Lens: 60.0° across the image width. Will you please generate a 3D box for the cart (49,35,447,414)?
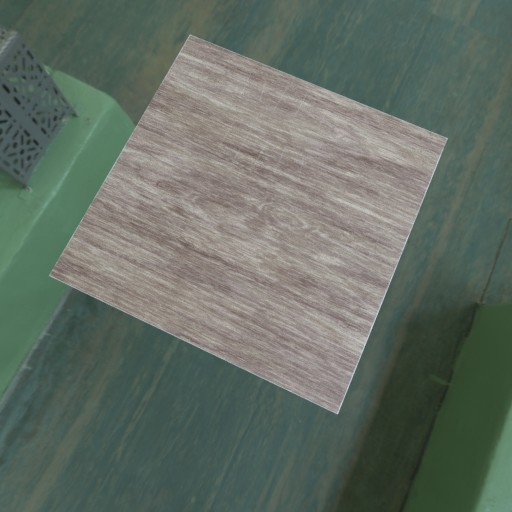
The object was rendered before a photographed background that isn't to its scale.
[{"bbox_3d":[0.000,0.000,1.139,0.521,0.762,0.520,24,78,6],"label":"cart"}]
